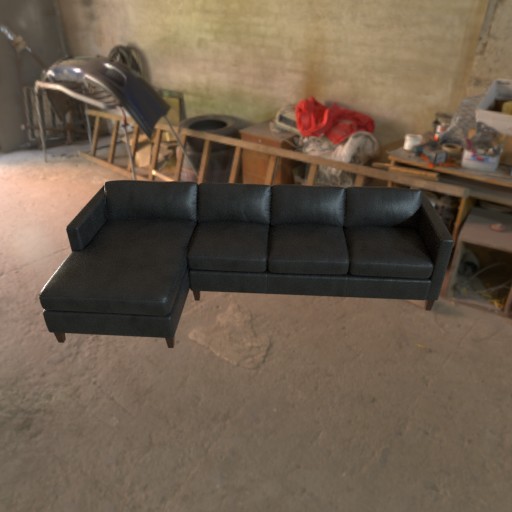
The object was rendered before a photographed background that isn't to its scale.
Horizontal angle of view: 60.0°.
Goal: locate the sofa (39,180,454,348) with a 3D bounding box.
[{"bbox_3d":[0.000,0.000,3.898,3.203,0.883,1.581,2,32,3],"label":"sofa"}]
